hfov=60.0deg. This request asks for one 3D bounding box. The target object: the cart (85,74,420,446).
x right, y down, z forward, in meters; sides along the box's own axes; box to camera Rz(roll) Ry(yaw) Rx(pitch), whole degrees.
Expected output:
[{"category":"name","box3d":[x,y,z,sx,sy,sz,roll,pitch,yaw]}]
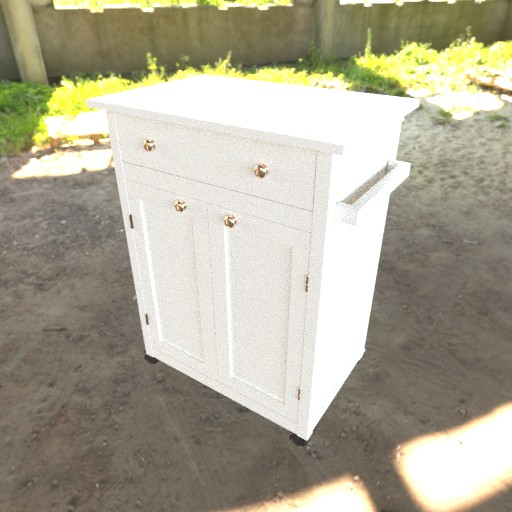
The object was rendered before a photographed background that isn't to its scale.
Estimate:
[{"category":"cart","box3d":[0.000,0.000,1.273,0.683,0.864,0.442,19,36,28]}]
